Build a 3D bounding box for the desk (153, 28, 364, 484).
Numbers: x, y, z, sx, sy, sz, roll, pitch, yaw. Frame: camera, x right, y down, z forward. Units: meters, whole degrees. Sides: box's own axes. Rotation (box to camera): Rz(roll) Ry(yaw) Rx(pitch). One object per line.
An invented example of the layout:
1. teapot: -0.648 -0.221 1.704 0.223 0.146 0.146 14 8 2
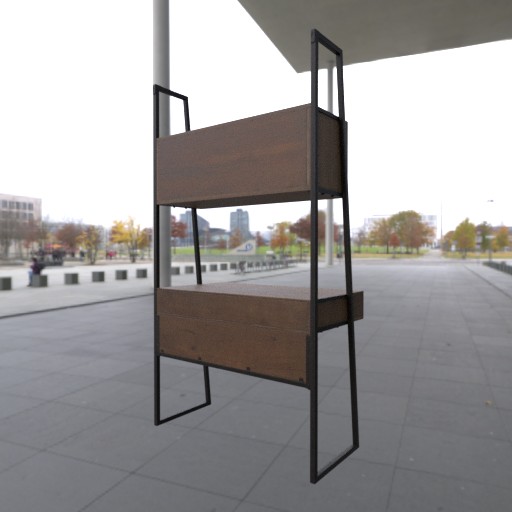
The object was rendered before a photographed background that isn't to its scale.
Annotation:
1. desk: 0.000 0.000 2.254 0.982 1.809 0.515 1 1 38
